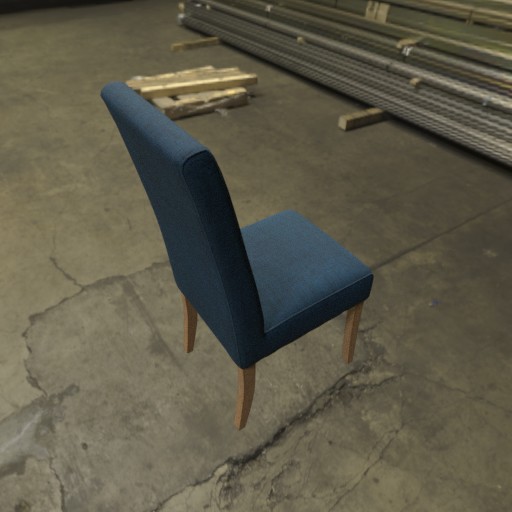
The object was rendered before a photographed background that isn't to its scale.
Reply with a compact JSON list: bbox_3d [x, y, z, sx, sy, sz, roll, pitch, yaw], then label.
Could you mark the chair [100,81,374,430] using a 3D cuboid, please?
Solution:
[{"bbox_3d":[0.000,0.000,1.350,0.610,1.029,0.450,-23,45,-25],"label":"chair"}]
